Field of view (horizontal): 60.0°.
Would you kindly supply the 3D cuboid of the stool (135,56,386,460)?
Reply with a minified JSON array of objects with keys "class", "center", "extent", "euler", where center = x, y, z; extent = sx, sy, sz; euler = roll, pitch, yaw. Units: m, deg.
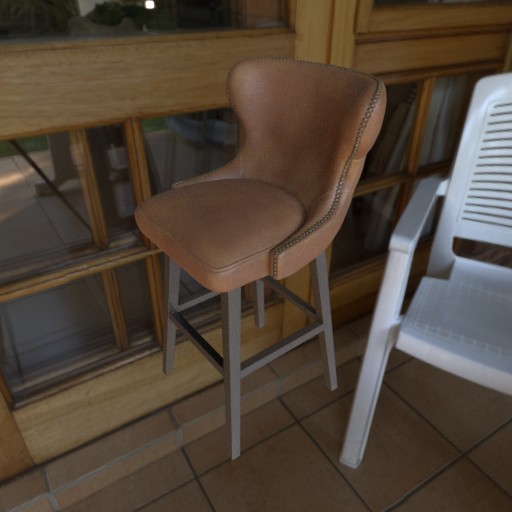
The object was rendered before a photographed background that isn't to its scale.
[{"class":"stool","center":[0.000,0.000,1.414],"extent":[0.606,1.087,0.591],"euler":[-22,38,-31]}]
